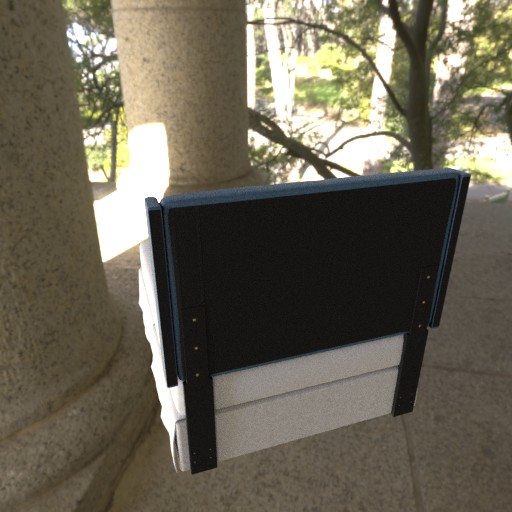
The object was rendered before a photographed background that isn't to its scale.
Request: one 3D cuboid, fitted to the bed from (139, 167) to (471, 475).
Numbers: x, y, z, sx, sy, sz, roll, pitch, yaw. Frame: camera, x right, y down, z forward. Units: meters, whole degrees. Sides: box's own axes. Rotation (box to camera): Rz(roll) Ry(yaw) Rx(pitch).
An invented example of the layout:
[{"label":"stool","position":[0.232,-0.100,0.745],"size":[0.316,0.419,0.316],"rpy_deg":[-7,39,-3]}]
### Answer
[{"label":"bed","position":[0.000,0.000,3.335],"size":[1.719,1.665,2.078],"rpy_deg":[-8,27,-17]}]
